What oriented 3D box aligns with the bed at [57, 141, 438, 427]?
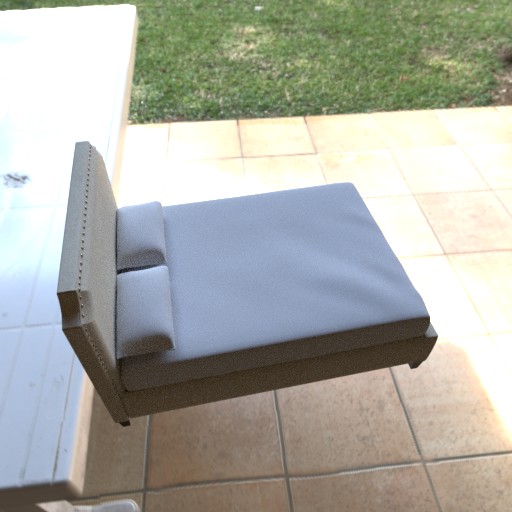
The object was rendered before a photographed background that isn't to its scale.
[{"bbox_3d":[0.000,0.000,3.425,2.381,1.457,1.713,-9,47,-8],"label":"bed"}]
